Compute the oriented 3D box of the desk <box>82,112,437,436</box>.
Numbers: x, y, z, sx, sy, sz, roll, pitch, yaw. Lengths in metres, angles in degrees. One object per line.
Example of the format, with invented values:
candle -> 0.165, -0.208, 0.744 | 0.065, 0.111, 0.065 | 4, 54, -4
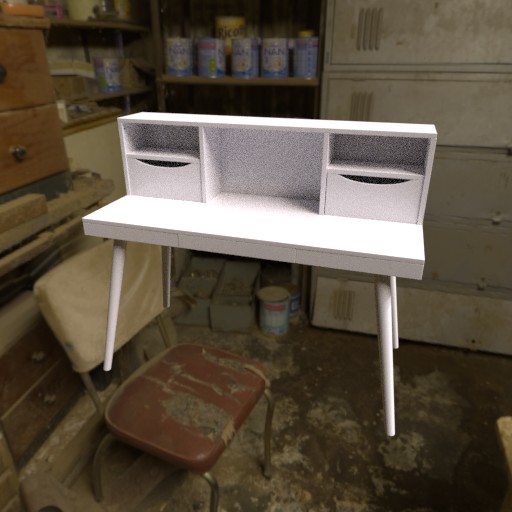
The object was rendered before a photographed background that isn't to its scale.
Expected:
desk -> 0.000, 0.000, 1.757 | 1.199, 0.990, 0.559 | 8, 26, 16
